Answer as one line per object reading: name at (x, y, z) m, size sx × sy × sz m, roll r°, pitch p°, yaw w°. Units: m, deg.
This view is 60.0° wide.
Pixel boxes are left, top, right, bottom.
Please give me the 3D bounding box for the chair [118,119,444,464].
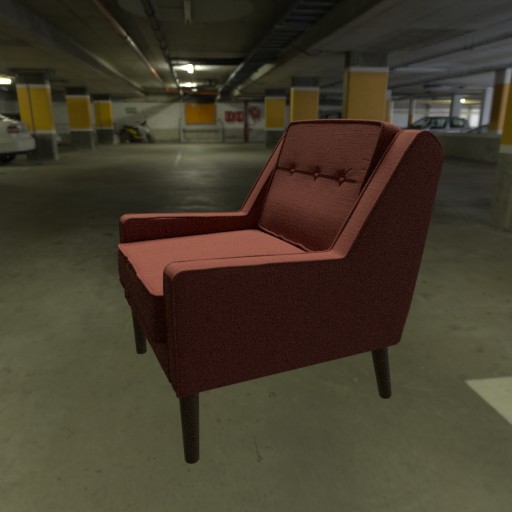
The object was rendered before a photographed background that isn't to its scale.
chair at (0.000, 0.000, 1.372) m, size 0.770 × 0.812 × 0.680 m, roll -8°, pitch 18°, yaw -24°
